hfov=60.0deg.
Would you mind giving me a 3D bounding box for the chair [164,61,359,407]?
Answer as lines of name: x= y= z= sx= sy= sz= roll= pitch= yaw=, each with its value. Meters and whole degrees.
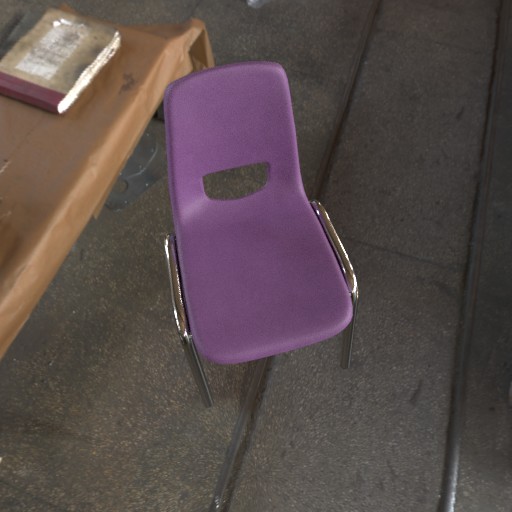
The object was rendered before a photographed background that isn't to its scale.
chair: x=0.000 y=0.000 z=0.863 sx=0.356 sy=0.584 sz=0.419 roll=-14 pitch=65 yaw=-7
